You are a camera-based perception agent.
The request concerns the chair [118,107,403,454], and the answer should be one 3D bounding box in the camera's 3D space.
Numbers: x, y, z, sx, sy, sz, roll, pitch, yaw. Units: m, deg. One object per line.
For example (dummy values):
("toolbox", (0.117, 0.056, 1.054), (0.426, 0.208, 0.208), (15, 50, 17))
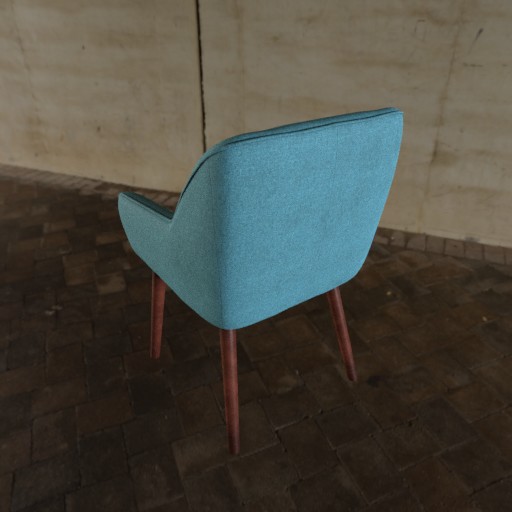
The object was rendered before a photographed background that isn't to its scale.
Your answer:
("chair", (0.000, 0.000, 1.180), (0.543, 0.803, 0.519), (-19, 35, -30))
